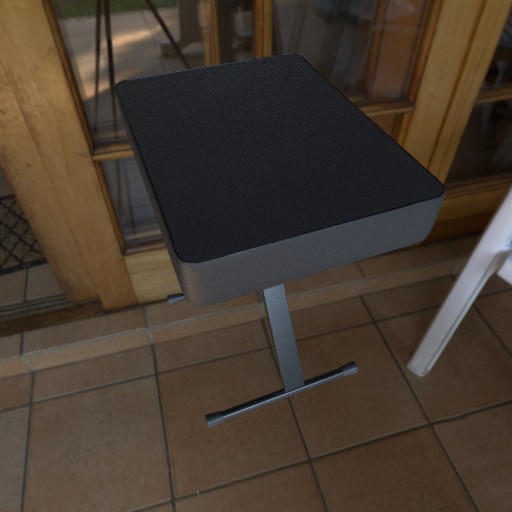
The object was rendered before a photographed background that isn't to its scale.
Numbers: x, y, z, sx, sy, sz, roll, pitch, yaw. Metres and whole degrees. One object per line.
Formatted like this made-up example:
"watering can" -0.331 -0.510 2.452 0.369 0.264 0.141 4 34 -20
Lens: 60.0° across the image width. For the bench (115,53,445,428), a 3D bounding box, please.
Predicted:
"bench" 0.000 0.000 0.780 0.321 0.500 0.424 -16 48 -14
